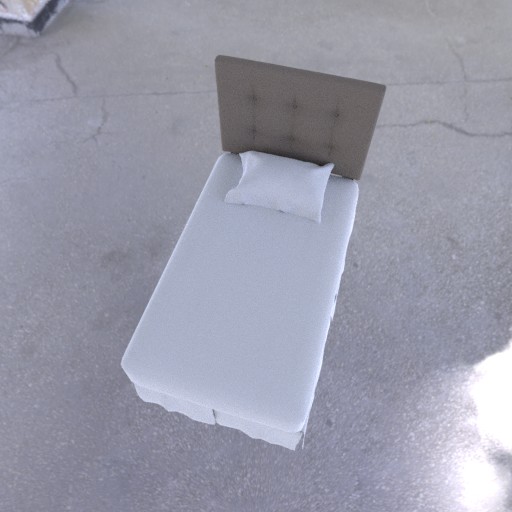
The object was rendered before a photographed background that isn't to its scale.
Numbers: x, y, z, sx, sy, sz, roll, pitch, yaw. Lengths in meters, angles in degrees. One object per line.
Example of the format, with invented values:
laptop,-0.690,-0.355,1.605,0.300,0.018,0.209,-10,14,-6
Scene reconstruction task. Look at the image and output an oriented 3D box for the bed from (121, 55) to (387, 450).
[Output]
bed,0.000,0.000,3.020,1.261,1.571,1.997,14,59,9
